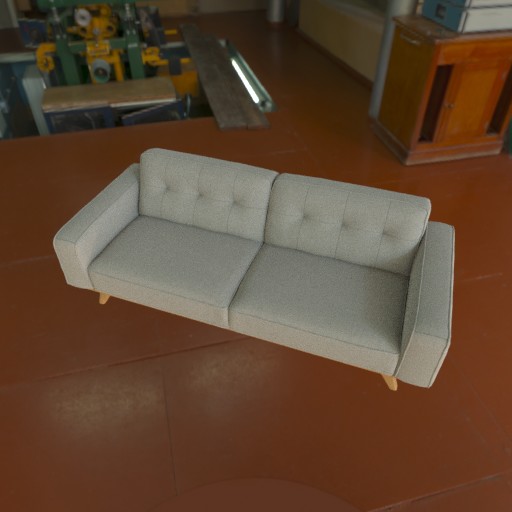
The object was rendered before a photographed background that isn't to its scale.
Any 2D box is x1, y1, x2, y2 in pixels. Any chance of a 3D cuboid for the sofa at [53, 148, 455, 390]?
[{"bbox_3d":[0.000,0.000,2.768,2.270,0.781,0.956,13,44,15],"label":"sofa"}]
